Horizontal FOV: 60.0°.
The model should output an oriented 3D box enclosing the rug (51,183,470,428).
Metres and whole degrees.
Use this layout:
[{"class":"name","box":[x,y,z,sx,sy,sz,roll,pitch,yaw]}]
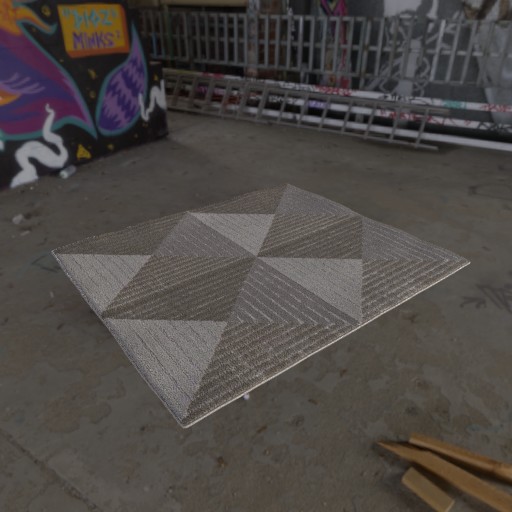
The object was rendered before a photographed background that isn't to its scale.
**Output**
[{"class":"rug","box":[0.000,0.000,0.881,0.642,0.008,0.551,-21,36,-32]}]
